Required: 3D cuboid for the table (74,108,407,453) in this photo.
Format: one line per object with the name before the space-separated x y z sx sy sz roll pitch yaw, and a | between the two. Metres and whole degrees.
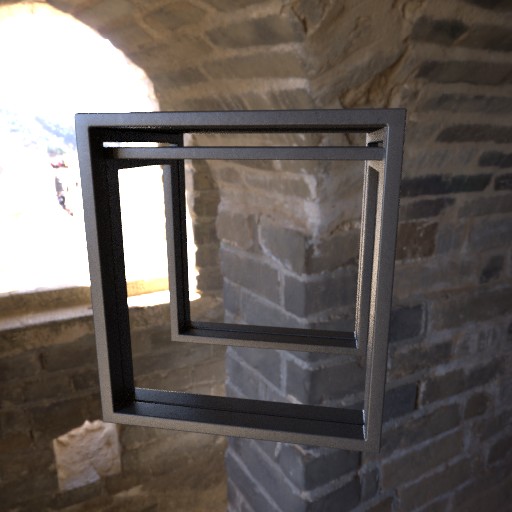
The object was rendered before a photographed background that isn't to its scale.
table | 0.000 0.000 0.929 0.500 0.550 0.449 2 14 10
